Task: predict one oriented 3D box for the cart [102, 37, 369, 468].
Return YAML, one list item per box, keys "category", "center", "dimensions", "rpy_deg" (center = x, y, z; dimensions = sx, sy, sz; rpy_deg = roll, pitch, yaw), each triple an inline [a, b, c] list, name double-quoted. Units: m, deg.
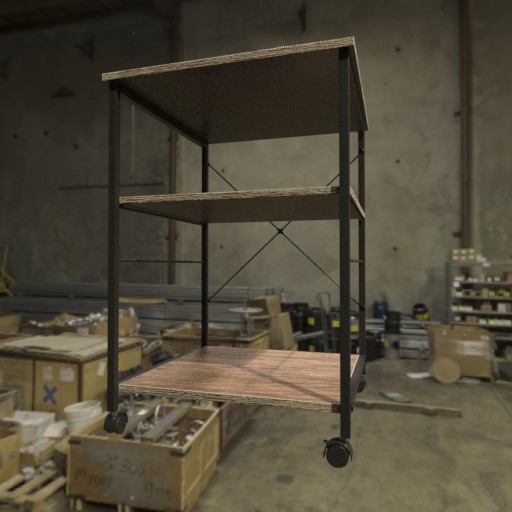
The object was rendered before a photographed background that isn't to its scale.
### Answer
- category: "cart"
  center: [0.000, 0.000, 1.099]
  dimensions: [0.521, 0.762, 0.520]
  rpy_deg: [0, -1, 17]
